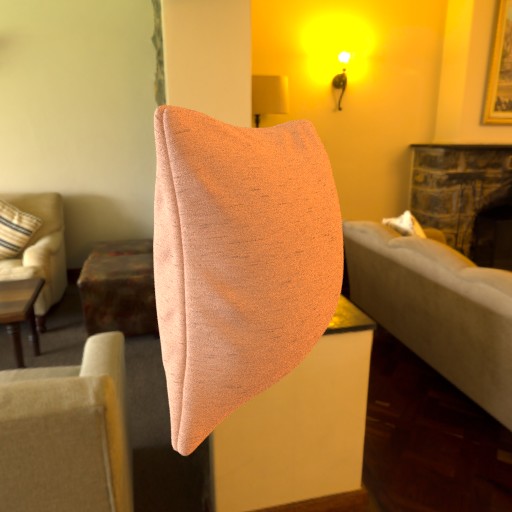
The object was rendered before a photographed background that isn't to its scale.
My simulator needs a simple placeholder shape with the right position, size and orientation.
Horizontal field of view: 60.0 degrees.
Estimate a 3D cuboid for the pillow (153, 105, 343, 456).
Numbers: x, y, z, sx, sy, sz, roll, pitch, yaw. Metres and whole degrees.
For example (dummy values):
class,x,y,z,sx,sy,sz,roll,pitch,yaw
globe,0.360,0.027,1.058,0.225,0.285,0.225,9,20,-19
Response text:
class,x,y,z,sx,sy,sz,roll,pitch,yaw
pillow,0.000,0.000,0.678,0.246,0.415,0.432,7,17,26
